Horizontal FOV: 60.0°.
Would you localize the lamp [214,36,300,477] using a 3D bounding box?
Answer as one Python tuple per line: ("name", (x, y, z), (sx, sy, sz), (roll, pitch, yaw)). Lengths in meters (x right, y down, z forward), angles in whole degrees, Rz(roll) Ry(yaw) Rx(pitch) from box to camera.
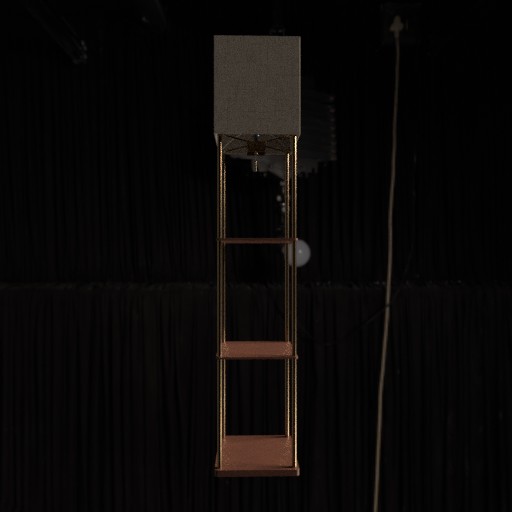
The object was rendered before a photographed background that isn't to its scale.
("lamp", (0.000, 0.000, 1.733), (0.308, 1.569, 0.310), (0, 0, -1))
